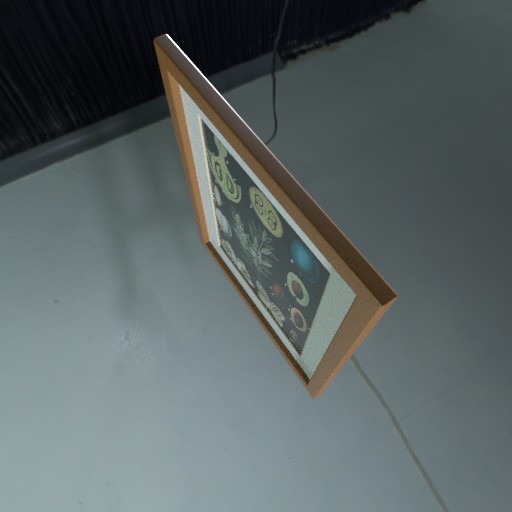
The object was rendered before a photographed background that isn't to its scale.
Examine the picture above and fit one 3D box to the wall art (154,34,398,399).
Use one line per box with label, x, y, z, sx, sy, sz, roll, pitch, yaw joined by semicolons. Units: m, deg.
wall art;0.000;0.000;0.514;0.015;0.379;0.310;-31;68;-15
